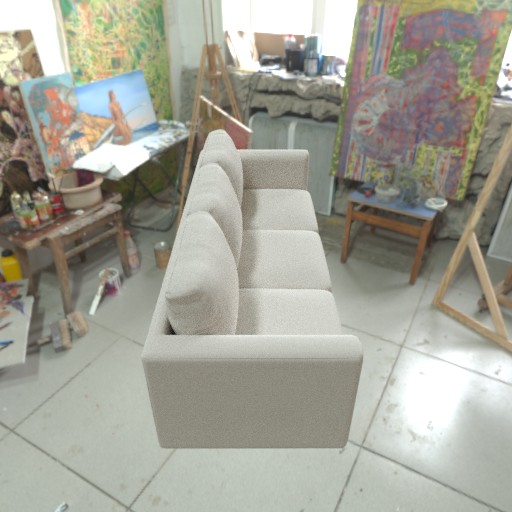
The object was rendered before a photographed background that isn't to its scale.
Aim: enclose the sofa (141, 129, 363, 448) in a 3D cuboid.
[{"bbox_3d":[0.000,0.000,2.497,0.802,0.912,2.029,0,34,0],"label":"sofa"}]
